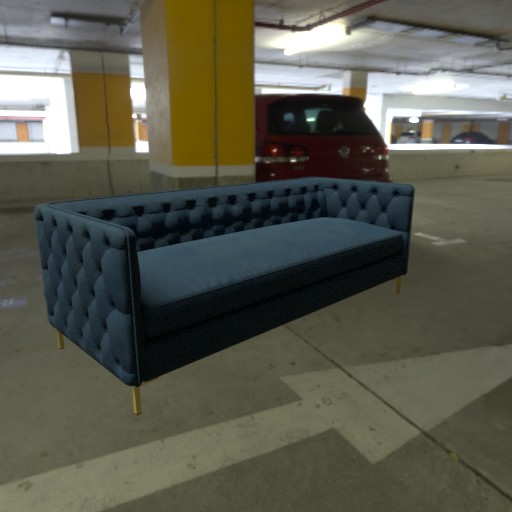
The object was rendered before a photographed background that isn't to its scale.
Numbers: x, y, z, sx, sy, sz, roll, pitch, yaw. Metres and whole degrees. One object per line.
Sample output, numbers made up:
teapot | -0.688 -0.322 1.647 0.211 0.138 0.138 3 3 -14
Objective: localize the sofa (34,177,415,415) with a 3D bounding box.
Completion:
sofa | 0.000 0.000 2.658 2.209 0.771 0.895 -14 20 -42
